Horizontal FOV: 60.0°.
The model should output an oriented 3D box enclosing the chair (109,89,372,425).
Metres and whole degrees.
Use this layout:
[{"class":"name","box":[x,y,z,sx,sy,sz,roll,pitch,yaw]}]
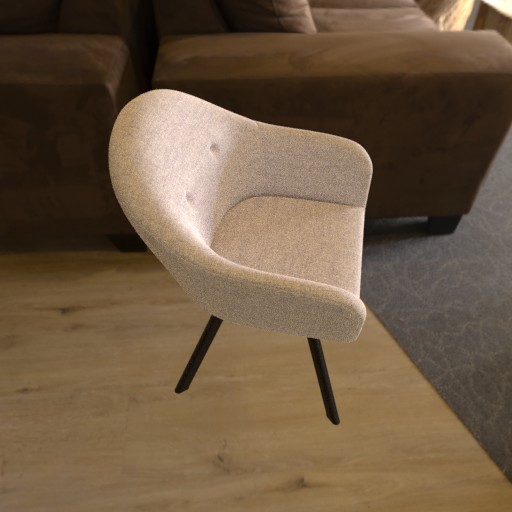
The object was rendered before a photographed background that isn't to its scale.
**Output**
[{"class":"chair","box":[0.000,0.000,1.144,0.570,0.780,0.540,9,48,8]}]
